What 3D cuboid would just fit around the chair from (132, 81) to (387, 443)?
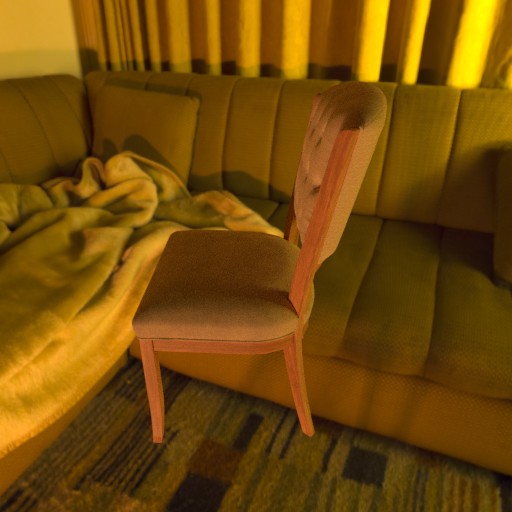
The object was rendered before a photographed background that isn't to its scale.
[{"bbox_3d":[0.000,0.000,1.238,0.584,0.905,0.513,1,28,1],"label":"chair"}]
